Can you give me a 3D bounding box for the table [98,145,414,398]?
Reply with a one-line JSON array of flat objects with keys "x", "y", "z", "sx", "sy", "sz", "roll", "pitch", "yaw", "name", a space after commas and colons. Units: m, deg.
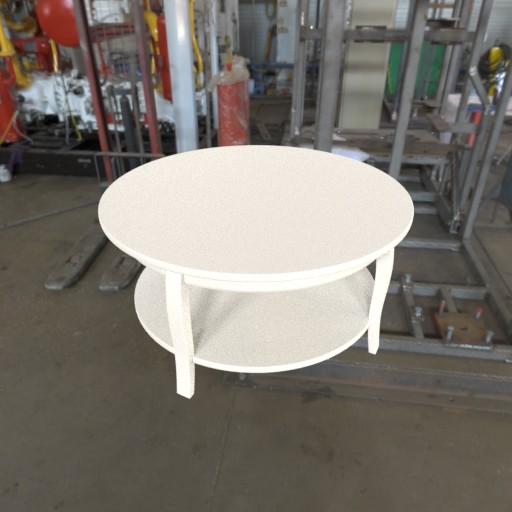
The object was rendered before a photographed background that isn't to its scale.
[{"x": 0.000, "y": 0.000, "z": 1.453, "sx": 0.910, "sy": 0.457, "sz": 0.910, "roll": 0, "pitch": 31, "yaw": 0, "name": "table"}]
